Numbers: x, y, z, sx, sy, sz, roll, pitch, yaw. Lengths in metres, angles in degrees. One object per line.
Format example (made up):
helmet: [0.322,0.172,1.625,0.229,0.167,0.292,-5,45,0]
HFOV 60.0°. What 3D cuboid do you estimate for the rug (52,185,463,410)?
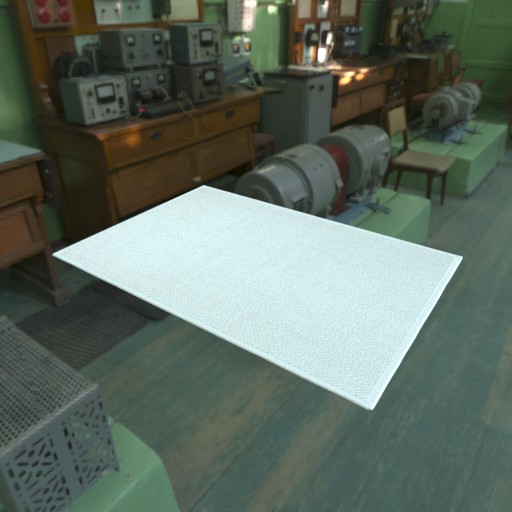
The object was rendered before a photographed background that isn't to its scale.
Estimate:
rug: [0.000,0.000,2.925,2.244,0.017,1.532,19,35,30]
